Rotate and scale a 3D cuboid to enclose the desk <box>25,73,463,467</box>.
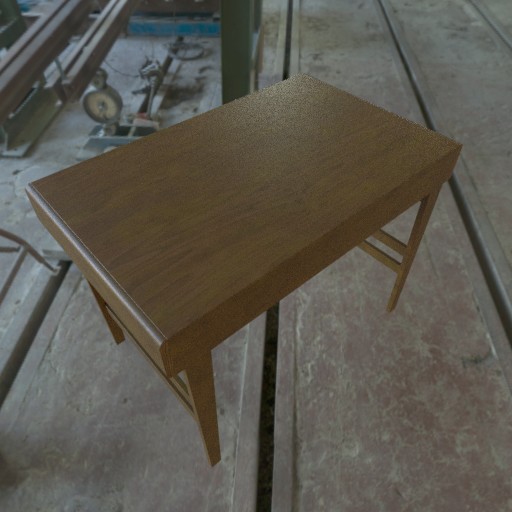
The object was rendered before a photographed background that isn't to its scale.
[{"bbox_3d":[0.000,0.000,1.514,1.066,0.754,0.660,-32,54,-27],"label":"desk"}]
